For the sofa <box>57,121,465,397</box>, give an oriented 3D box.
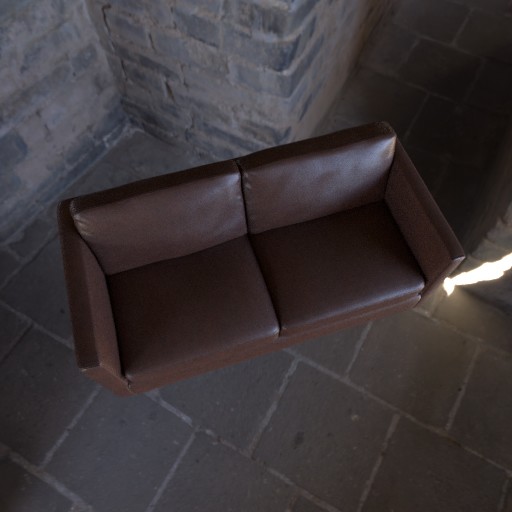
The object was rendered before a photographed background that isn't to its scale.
[{"bbox_3d":[0.000,0.000,2.459,1.883,0.933,0.951,-16,64,-8],"label":"sofa"}]
